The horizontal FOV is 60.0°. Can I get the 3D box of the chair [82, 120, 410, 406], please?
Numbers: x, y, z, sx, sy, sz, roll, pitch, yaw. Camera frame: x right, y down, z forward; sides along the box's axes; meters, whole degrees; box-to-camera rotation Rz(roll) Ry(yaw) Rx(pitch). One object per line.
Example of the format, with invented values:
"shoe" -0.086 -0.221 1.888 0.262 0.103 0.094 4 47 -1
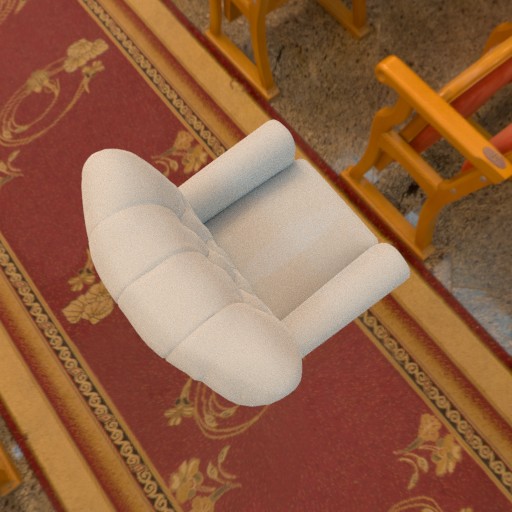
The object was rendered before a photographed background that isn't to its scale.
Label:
"chair" 0.000 0.000 2.055 1.128 1.217 1.090 -36 76 -10
